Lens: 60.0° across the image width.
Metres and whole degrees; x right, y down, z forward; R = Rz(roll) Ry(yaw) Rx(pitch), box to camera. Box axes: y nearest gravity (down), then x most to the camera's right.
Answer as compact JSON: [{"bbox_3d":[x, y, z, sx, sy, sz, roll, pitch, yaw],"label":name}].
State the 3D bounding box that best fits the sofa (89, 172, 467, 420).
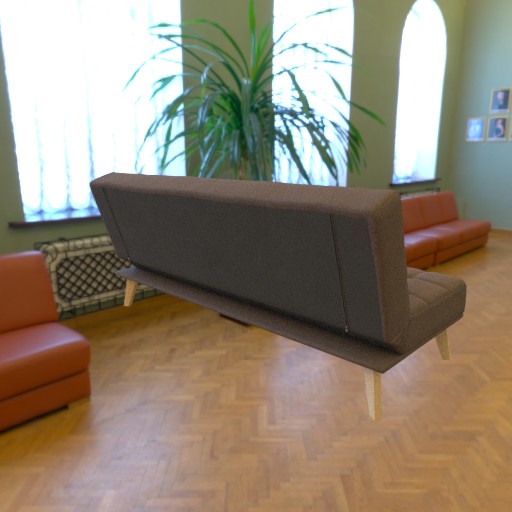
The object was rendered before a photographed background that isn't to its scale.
[{"bbox_3d":[0.000,0.000,2.252,1.800,0.810,0.860,13,18,43],"label":"sofa"}]
